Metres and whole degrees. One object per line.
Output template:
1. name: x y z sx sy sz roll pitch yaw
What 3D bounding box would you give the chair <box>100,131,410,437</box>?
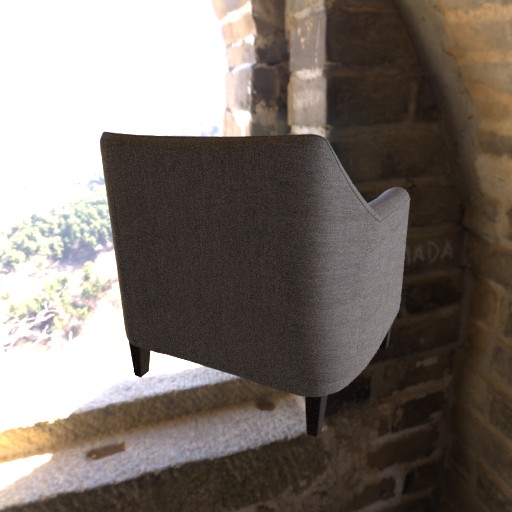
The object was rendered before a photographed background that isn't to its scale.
1. chair: 0.000 0.000 1.397 0.796 0.761 0.758 9 19 27
